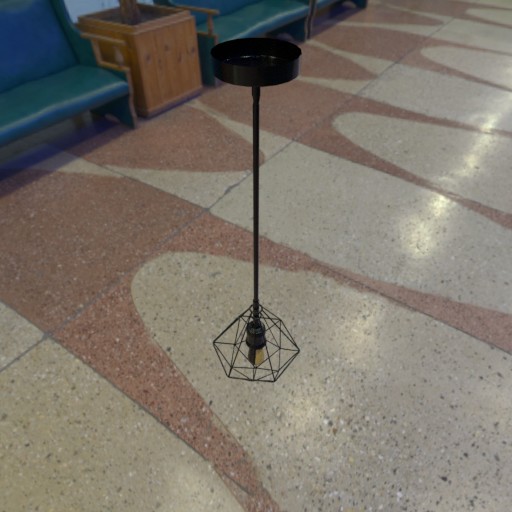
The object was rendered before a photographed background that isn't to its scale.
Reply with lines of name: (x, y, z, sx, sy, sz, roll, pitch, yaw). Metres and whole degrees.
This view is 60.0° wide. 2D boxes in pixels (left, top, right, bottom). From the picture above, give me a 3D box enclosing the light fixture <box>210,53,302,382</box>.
light fixture: (0.000, 0.000, 2.012, 0.431, 1.764, 0.487, 26, 48, 26)
